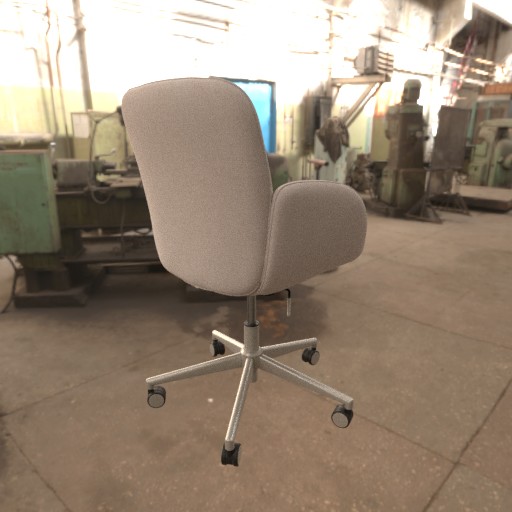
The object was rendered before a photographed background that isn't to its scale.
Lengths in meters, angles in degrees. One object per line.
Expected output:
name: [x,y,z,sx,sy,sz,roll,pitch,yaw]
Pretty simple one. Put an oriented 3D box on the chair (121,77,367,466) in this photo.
chair: [0.000,0.000,1.343,0.633,0.959,0.648,-15,22,-42]
